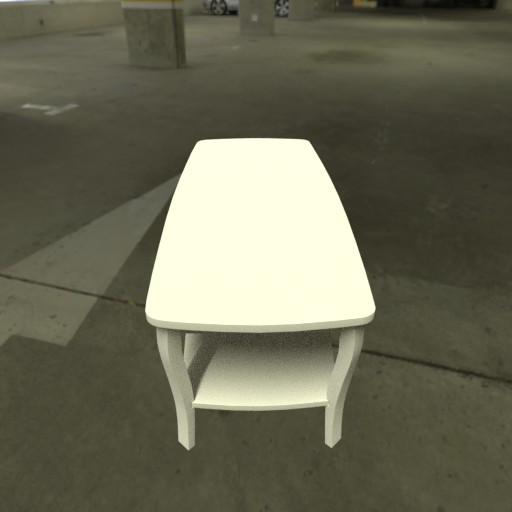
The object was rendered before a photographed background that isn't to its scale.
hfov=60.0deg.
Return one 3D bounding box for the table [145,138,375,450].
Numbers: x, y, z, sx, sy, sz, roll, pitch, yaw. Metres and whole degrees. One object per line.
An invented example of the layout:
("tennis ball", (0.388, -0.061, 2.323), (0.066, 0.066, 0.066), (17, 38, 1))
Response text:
("table", (0.000, 0.000, 1.627), (0.561, 0.474, 1.334), (-1, 31, -1))
